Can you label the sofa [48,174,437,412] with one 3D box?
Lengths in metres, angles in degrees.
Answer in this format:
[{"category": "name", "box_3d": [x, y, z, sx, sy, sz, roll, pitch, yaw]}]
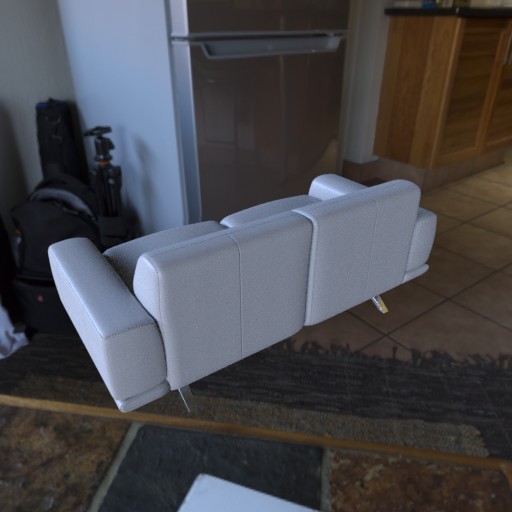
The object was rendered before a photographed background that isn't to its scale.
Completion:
[{"category": "sofa", "box_3d": [0.000, 0.000, 2.385, 1.901, 0.772, 0.900, -19, 34, -30]}]
